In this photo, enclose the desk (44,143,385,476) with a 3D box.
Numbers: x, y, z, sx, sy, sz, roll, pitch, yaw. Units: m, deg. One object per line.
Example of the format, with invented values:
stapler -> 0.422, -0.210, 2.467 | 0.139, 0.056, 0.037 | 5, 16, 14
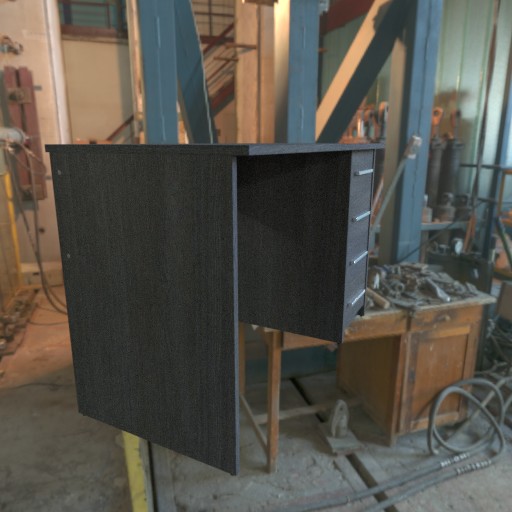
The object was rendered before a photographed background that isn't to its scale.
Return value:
desk -> 0.000, 0.000, 1.487 | 0.560, 0.730, 1.096 | 8, 16, 27
